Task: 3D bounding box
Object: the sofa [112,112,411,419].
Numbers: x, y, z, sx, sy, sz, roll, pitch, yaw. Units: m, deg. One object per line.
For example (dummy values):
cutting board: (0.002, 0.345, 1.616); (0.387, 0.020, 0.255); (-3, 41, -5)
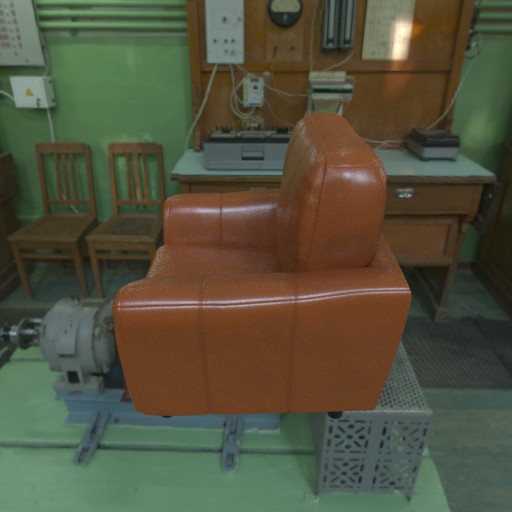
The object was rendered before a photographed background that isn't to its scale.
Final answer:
sofa: (0.000, 0.000, 1.504); (0.789, 0.876, 0.836); (0, 28, 0)
